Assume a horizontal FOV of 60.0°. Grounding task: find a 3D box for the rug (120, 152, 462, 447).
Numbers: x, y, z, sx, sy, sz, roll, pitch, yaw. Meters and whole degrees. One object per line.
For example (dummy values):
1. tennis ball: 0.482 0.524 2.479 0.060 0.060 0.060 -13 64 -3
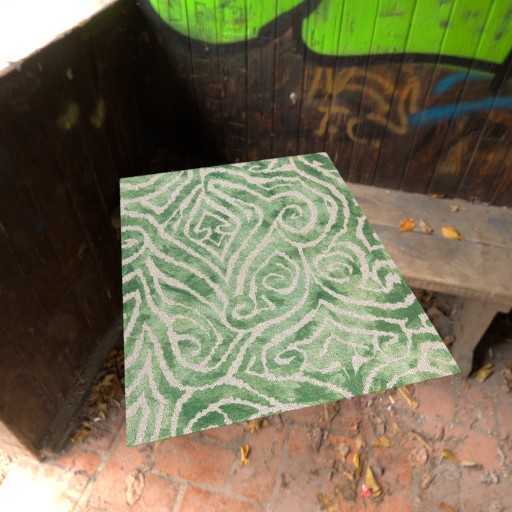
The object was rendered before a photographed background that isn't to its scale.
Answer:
1. rug: 0.000 0.000 4.136 2.436 0.007 3.045 -9 46 -9
